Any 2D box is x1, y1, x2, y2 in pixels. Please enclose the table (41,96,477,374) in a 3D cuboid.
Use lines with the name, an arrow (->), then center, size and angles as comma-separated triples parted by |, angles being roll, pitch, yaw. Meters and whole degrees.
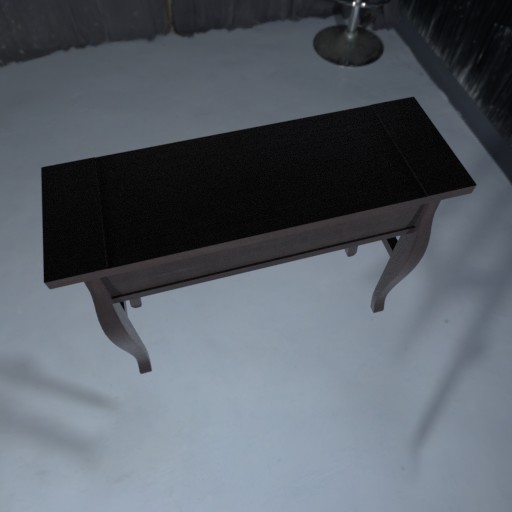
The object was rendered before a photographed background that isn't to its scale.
table -> 0.000, 0.000, 1.462 | 1.062, 0.768, 0.373 | -13, 59, -8
